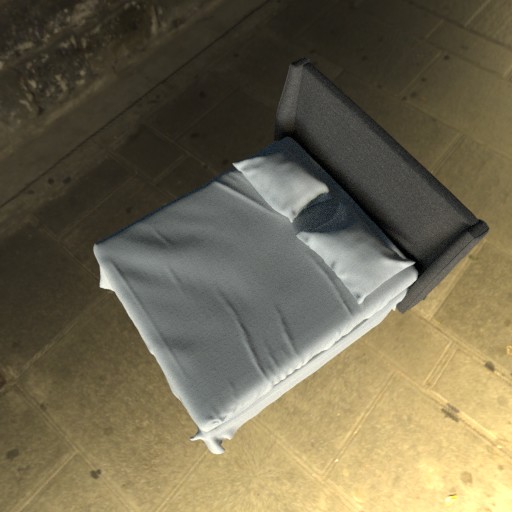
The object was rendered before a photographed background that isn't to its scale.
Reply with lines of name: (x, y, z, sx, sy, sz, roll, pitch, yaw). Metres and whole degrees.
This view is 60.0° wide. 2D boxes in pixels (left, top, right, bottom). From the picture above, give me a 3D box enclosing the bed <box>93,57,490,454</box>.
bed: (0.000, 0.000, 3.393, 2.276, 1.332, 1.925, -32, 68, -15)
